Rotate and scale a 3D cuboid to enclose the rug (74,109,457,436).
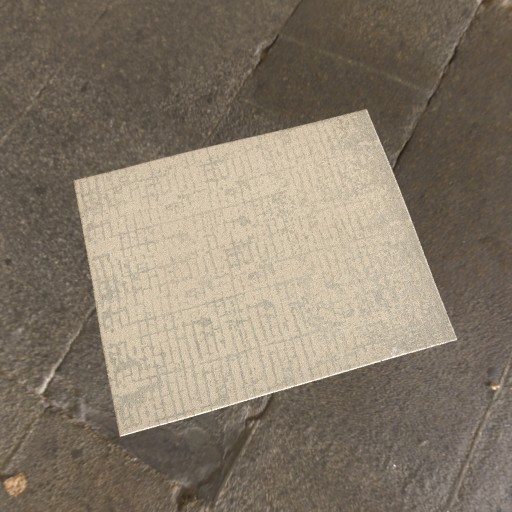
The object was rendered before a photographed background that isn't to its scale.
[{"bbox_3d":[0.000,0.000,4.155,3.061,0.014,2.447,-15,75,-4],"label":"rug"}]
